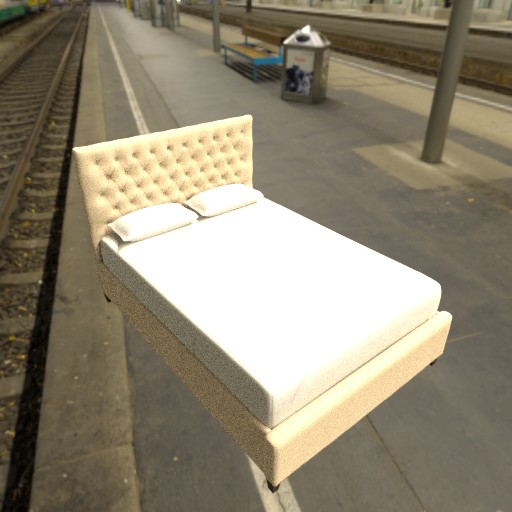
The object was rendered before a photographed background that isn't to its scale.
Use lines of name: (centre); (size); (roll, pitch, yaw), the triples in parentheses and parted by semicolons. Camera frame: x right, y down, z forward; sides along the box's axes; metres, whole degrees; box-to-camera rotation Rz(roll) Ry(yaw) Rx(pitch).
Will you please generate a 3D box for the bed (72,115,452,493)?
bed: (0.000, 0.000, 3.340); (1.698, 1.427, 2.387); (-22, 38, -33)
